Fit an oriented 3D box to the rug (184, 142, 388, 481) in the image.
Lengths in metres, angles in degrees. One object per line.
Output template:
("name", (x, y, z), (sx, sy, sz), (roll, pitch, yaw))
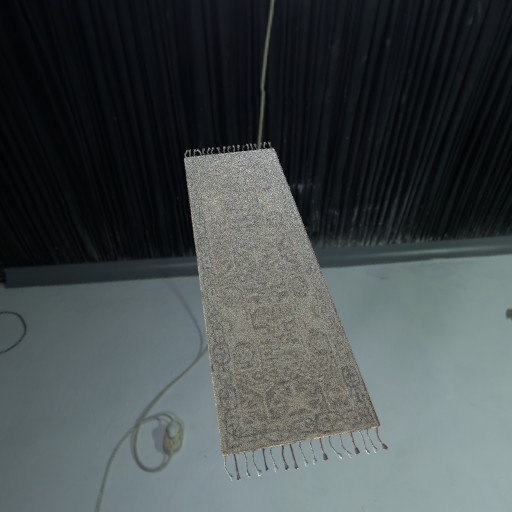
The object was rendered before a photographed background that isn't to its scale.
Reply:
("rug", (0.000, 0.000, 2.895), (0.762, 0.011, 2.664), (-8, 47, -7))
